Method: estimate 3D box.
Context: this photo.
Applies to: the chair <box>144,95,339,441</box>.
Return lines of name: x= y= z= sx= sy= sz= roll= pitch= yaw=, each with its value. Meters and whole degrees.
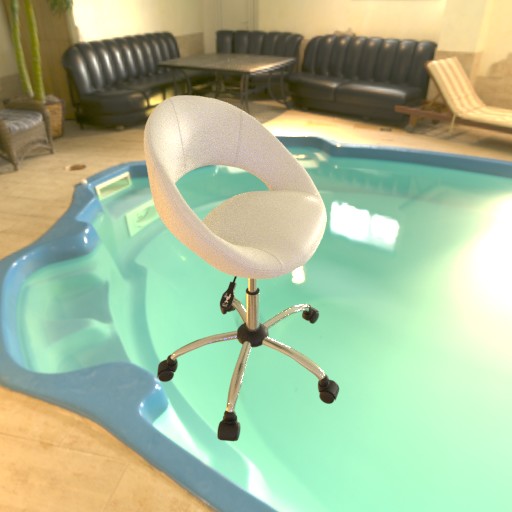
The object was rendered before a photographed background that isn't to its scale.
chair: x=0.000 y=0.000 z=1.199 sx=0.538 sy=0.791 sz=0.612 roll=10 pitch=32 yaw=17
